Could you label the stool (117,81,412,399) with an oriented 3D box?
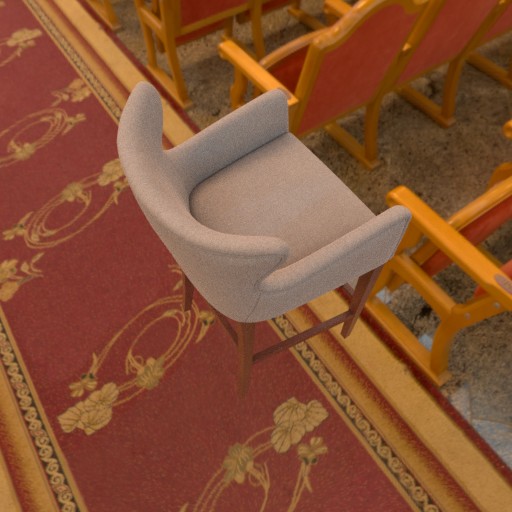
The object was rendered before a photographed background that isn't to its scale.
[{"bbox_3d":[0.000,0.000,1.384,0.575,1.047,0.575,-30,63,-17],"label":"stool"}]
